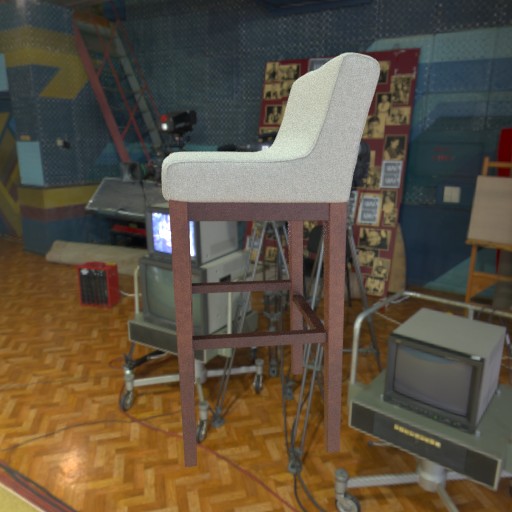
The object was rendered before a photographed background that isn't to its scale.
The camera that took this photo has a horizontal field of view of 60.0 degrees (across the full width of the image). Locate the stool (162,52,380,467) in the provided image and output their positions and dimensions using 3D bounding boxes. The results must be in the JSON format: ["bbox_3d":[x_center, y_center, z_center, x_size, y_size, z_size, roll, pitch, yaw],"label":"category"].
[{"bbox_3d":[0.000,0.000,1.303,0.500,1.037,0.511,-2,15,-8],"label":"stool"}]
